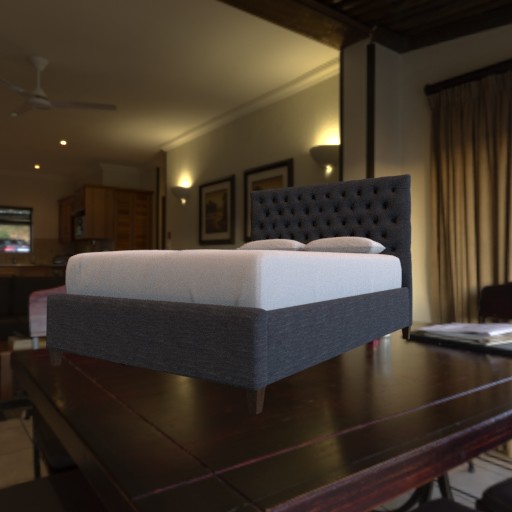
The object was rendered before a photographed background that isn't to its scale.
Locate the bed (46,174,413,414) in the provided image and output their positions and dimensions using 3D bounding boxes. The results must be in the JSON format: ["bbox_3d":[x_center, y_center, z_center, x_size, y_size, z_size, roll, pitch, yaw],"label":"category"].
[{"bbox_3d":[0.000,0.000,3.371,1.698,1.427,2.387,0,-1,35],"label":"bed"}]
